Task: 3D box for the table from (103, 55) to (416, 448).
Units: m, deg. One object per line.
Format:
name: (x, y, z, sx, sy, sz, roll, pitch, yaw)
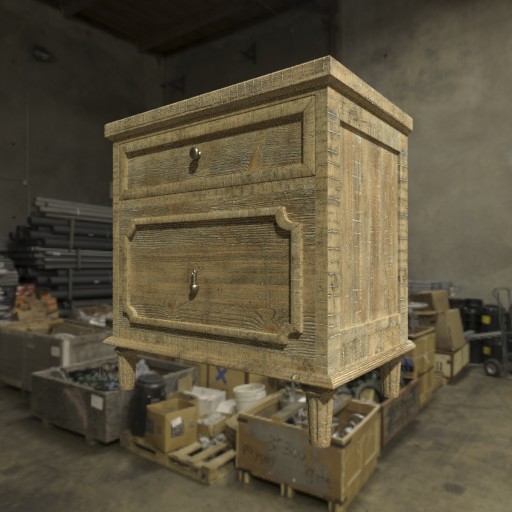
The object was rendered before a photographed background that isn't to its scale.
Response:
table: (0.000, 0.000, 1.162, 0.686, 0.711, 0.457, 0, 0, 37)
